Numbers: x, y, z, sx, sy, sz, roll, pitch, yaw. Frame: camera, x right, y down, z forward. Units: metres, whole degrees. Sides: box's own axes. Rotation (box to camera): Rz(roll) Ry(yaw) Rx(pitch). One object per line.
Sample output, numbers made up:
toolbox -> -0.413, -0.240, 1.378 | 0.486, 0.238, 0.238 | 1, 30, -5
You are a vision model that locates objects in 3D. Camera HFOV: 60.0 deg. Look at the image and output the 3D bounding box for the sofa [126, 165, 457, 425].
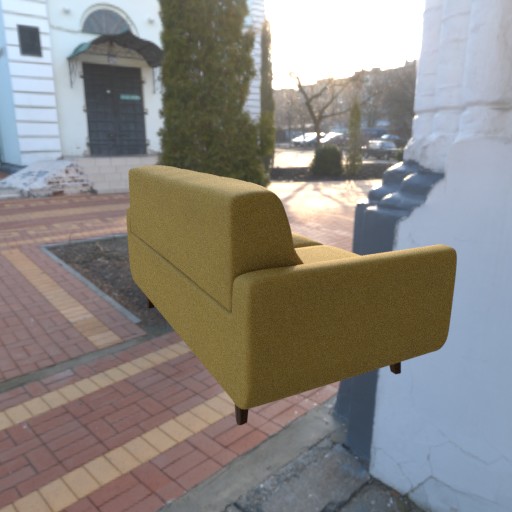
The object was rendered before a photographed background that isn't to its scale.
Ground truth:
sofa -> 0.000, 0.000, 2.187 | 0.909, 0.841, 1.631 | -8, 17, -27
